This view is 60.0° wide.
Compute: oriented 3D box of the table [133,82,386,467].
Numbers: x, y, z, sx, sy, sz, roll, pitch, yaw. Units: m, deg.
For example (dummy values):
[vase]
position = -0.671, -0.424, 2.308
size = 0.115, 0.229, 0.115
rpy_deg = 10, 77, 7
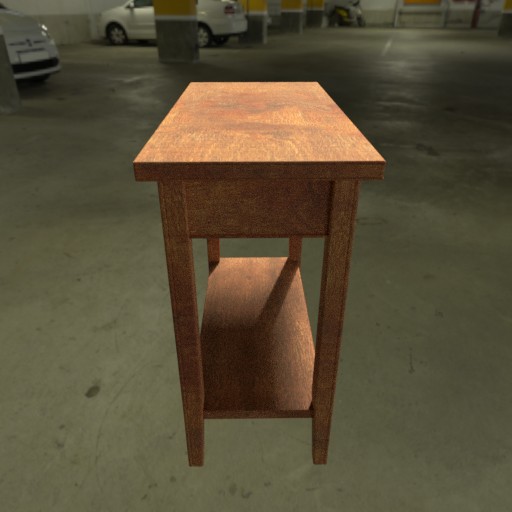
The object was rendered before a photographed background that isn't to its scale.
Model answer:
[table]
position = 0.000, 0.000, 0.946
size = 0.305, 0.610, 0.610
rpy_deg = 0, 30, -1
